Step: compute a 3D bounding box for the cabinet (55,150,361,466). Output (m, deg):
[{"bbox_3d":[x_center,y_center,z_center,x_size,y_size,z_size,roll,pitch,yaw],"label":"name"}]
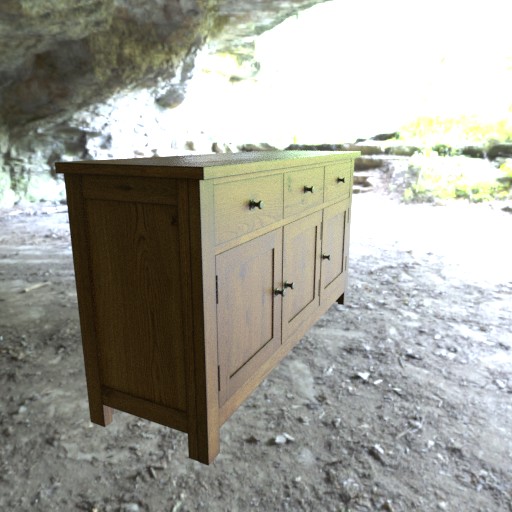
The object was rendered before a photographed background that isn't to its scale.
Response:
[{"bbox_3d":[0.000,0.000,1.829,0.480,0.813,1.474,7,16,25],"label":"cabinet"}]
